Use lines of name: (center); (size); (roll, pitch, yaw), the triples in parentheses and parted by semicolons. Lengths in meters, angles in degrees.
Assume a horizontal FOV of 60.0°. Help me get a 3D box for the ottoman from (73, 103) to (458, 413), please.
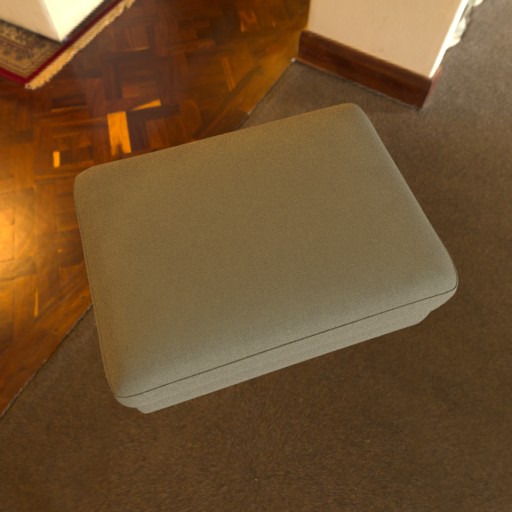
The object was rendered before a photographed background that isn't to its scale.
ottoman: (0.000, 0.000, 1.186); (0.811, 0.449, 0.608); (-16, 64, -8)
